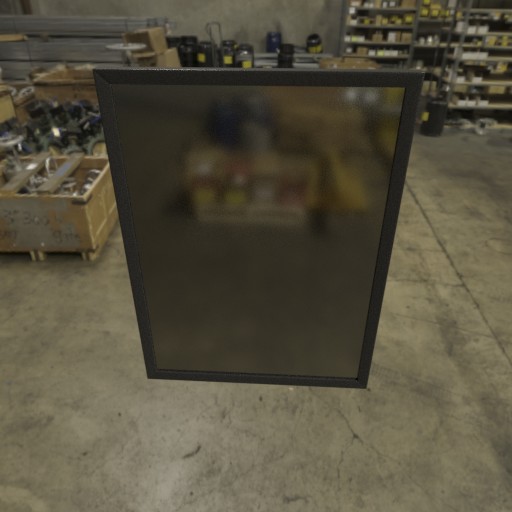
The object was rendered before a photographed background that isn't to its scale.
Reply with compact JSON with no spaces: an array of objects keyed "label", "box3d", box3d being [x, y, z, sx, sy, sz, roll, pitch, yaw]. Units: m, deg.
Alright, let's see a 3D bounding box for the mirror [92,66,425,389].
[{"label":"mirror","box3d":[0.000,0.000,1.293,0.762,1.016,0.040,2,31,3]}]
